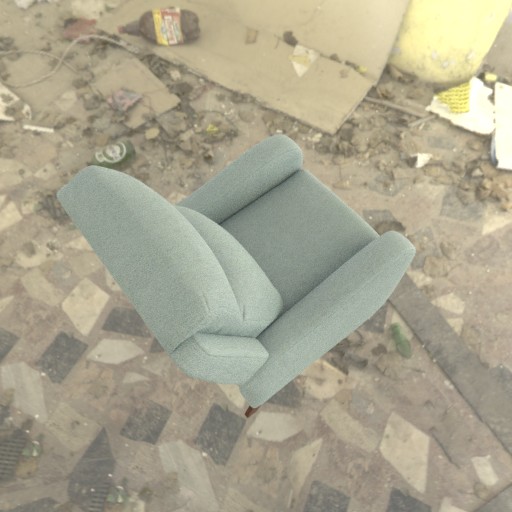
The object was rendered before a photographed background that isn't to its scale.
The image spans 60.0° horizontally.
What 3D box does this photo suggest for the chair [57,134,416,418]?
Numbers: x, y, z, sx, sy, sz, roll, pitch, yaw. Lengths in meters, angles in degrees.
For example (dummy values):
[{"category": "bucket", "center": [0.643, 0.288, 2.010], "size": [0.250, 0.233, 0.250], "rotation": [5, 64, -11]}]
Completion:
[{"category": "chair", "center": [0.000, 0.000, 1.695], "size": [0.988, 1.067, 0.785], "rotation": [-34, 65, -19]}]
